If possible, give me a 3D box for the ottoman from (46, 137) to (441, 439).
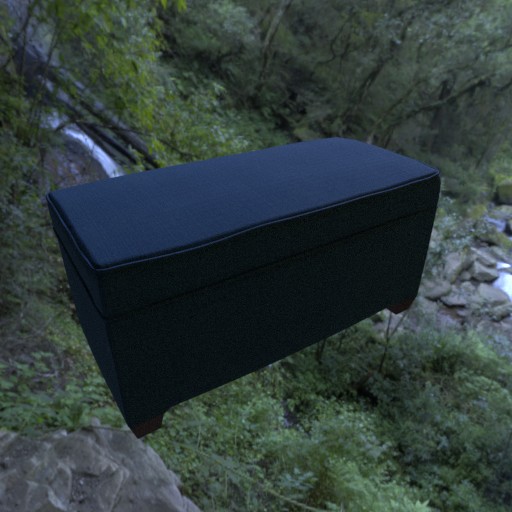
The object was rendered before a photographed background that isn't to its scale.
[{"bbox_3d":[0.000,0.000,1.225,0.943,0.474,0.474,-18,35,-28],"label":"ottoman"}]
